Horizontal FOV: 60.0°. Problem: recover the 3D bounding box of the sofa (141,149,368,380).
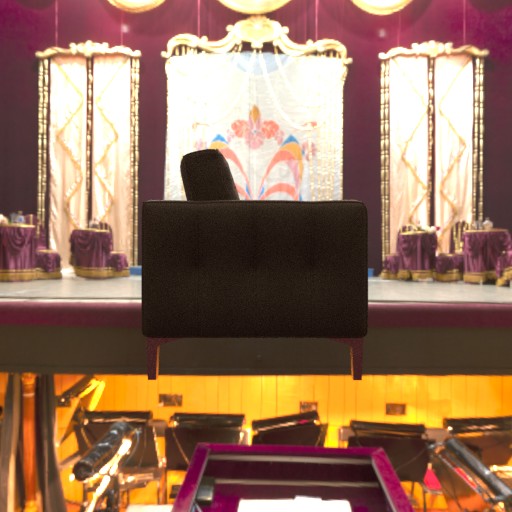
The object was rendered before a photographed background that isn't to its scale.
[{"bbox_3d":[0.000,0.000,2.691,0.833,0.893,2.275,0,0,0],"label":"sofa"}]
